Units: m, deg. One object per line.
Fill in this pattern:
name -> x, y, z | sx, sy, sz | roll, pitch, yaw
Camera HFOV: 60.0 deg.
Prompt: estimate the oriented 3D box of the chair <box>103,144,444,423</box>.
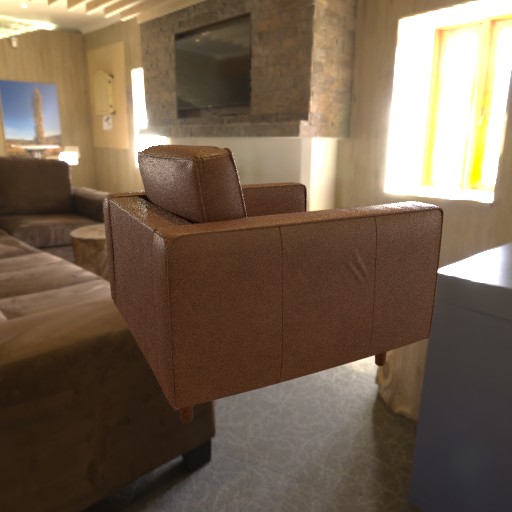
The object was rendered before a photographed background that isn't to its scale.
chair -> 0.000, 0.000, 1.575 | 0.900, 0.770, 0.920 | -7, 17, -26
